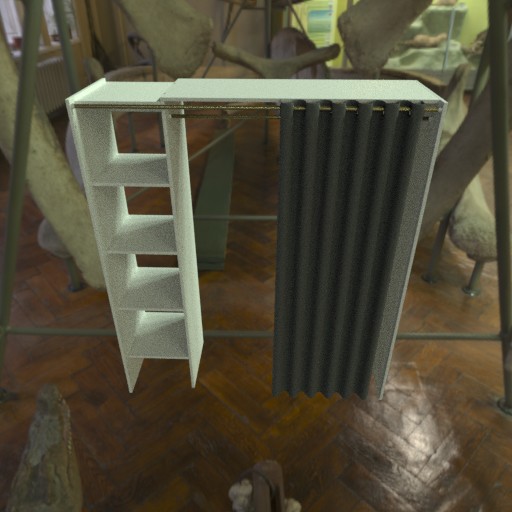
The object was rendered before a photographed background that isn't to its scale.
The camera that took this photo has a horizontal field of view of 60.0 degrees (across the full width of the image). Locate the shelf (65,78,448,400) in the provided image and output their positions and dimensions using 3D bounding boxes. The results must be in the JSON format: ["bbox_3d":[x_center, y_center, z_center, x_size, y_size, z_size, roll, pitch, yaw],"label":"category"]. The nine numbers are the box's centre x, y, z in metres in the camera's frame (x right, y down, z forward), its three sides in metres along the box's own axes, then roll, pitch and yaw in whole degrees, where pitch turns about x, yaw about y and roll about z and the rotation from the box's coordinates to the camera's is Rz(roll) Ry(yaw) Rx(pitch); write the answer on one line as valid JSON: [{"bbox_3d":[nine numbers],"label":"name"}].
[{"bbox_3d":[0.000,0.000,2.519,1.600,1.810,0.500,1,32,2],"label":"shelf"}]
